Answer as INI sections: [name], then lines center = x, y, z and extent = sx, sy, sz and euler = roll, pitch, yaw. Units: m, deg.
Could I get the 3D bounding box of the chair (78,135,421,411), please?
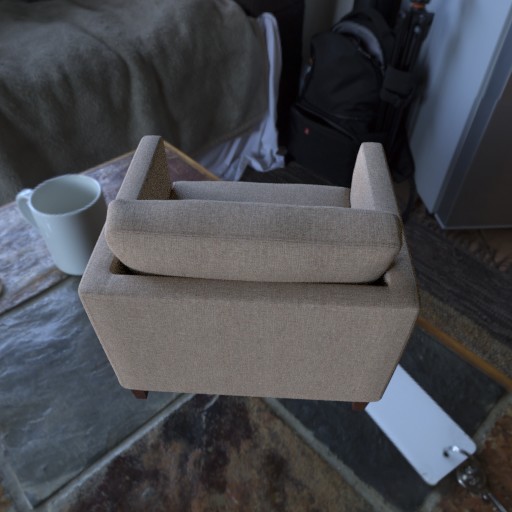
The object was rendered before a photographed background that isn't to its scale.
[chair]
center = 0.000, 0.000, 1.891
extent = 1.107, 0.987, 0.959
euler = 2, 47, 2
